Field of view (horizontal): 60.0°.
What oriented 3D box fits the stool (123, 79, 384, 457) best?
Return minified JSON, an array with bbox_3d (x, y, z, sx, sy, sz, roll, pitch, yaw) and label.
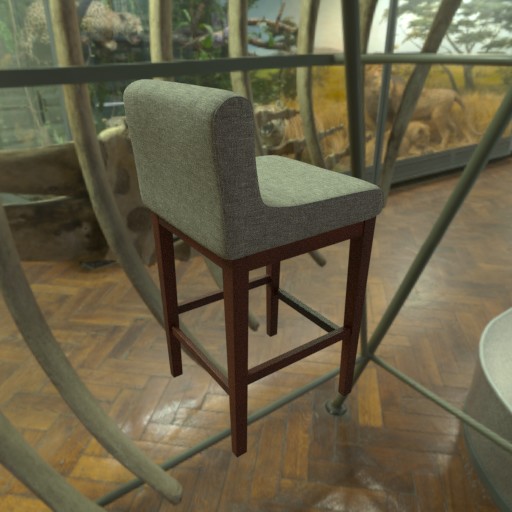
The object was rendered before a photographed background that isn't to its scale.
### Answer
[{"bbox_3d":[0.000,0.000,1.126,0.459,0.835,0.417,-17,30,-31],"label":"stool"}]
